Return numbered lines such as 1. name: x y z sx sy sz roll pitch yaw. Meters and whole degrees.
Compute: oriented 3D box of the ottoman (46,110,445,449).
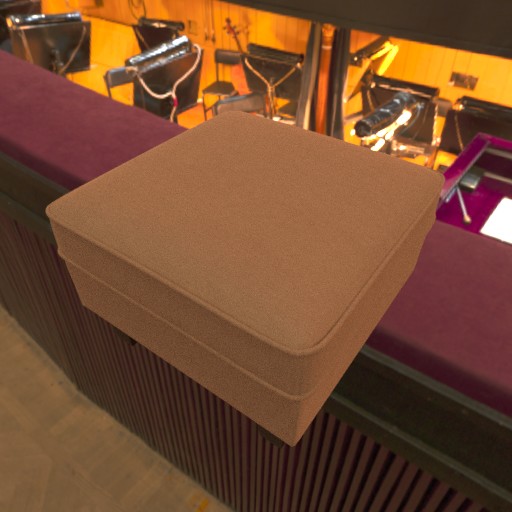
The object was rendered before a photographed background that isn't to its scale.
1. ottoman: 0.000 0.000 1.018 0.616 0.438 0.613 25 47 26
